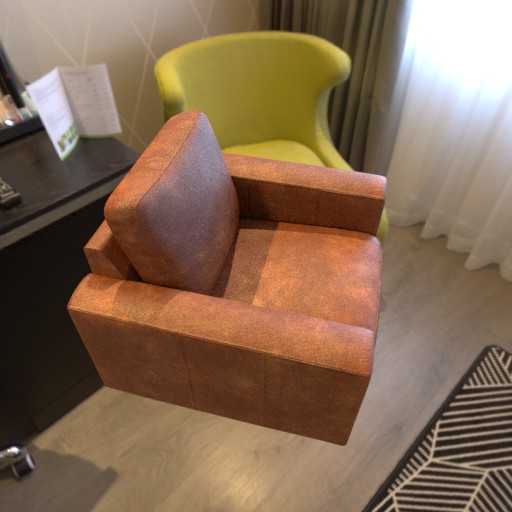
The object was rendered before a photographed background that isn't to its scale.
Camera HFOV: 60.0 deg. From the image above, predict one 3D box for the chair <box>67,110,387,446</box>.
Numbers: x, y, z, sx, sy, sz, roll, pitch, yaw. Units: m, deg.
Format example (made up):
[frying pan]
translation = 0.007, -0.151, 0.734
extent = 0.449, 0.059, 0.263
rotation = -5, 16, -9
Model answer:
[chair]
translation = 0.000, 0.000, 1.763
extent = 1.016, 0.873, 1.005
rotation = 10, 47, 10
